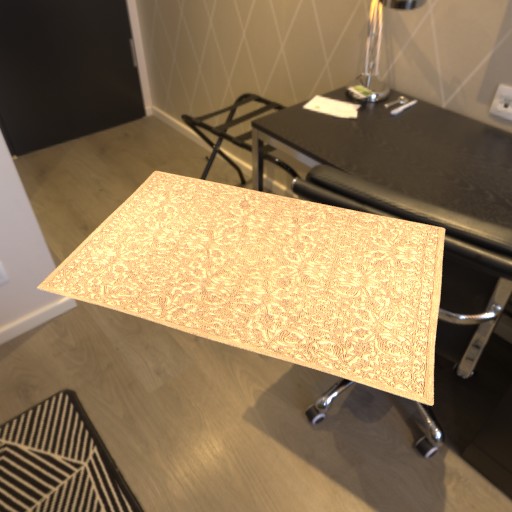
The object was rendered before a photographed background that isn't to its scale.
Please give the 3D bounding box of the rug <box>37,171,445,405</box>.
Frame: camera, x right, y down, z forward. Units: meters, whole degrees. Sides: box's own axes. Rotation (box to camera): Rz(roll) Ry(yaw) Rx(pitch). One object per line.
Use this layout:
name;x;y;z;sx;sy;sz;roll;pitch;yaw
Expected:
rug;0.000;0.000;3.056;2.435;0.012;1.529;13;43;15
